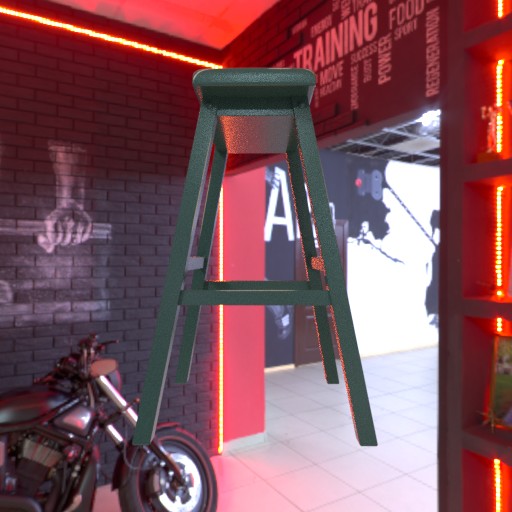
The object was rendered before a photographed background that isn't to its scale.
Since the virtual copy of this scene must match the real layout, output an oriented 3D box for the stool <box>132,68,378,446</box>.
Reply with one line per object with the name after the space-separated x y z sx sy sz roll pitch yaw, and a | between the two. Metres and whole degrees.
0.000 0.000 1.088 0.476 0.737 0.457 0 0 1 | stool
